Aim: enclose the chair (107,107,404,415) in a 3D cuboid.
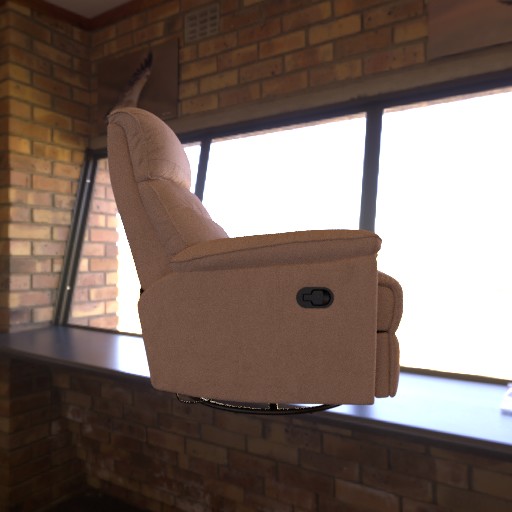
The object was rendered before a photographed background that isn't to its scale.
[{"bbox_3d":[0.000,0.000,1.747,1.004,1.037,0.820,0,0,0],"label":"chair"}]
